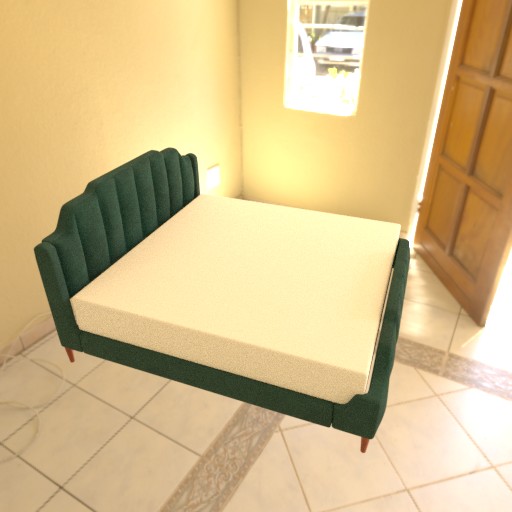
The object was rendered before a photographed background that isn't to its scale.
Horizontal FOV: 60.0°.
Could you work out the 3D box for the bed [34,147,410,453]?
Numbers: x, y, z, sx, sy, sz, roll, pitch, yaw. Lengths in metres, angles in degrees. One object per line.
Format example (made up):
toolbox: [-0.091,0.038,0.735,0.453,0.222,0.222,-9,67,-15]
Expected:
bed: [0.000,0.000,3.554,2.340,1.245,2.074,11,32,18]
